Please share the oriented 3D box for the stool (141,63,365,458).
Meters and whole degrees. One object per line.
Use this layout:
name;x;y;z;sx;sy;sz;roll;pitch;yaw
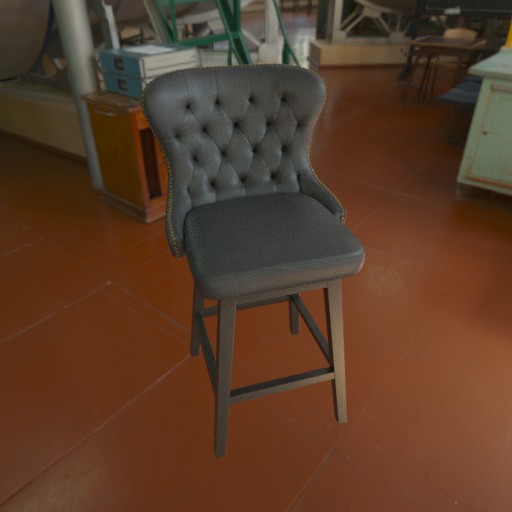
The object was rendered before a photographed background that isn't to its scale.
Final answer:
stool;0.000;0.000;1.325;0.528;0.971;0.593;-9;35;-14
